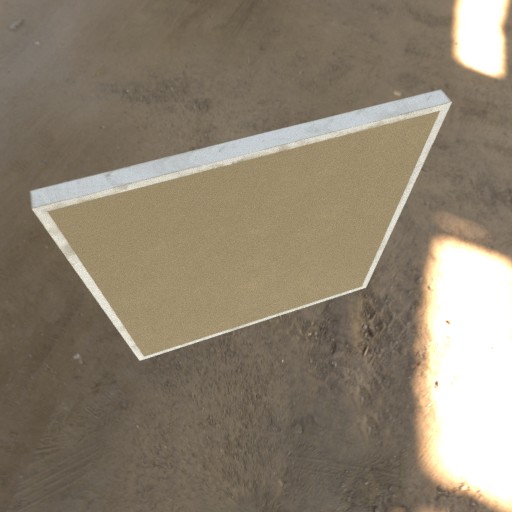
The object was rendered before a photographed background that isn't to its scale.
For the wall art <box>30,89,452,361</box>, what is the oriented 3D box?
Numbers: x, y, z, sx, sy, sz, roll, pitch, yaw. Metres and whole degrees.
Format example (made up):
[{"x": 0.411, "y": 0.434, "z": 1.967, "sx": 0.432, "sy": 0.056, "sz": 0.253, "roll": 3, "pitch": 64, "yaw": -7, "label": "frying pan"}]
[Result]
[{"x": 0.000, "y": 0.000, "z": 1.094, "sx": 0.760, "sy": 0.757, "sz": 0.038, "roll": -16, "pitch": 60, "yaw": -10, "label": "wall art"}]
